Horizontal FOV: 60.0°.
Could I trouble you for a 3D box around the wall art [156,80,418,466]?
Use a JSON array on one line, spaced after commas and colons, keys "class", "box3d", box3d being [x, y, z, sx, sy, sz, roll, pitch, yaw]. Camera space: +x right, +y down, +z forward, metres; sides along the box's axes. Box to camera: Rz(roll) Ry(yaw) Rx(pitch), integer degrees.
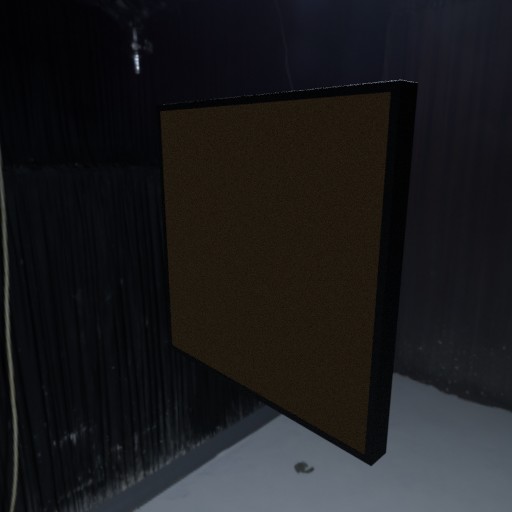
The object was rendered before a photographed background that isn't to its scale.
[{"class": "wall art", "box3d": [0.000, 0.000, 0.750, 0.040, 0.509, 0.509, -14, 20, -42]}]
